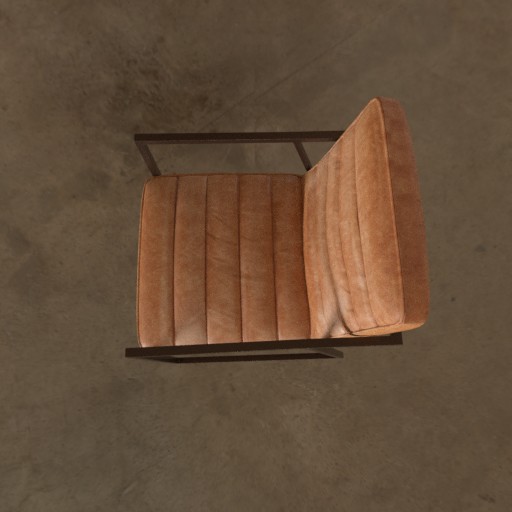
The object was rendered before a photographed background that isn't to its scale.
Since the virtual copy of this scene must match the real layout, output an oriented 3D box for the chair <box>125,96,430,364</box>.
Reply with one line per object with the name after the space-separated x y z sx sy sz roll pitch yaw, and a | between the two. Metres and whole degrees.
0.000 0.000 1.271 0.677 0.832 0.571 -2 75 0 | chair
